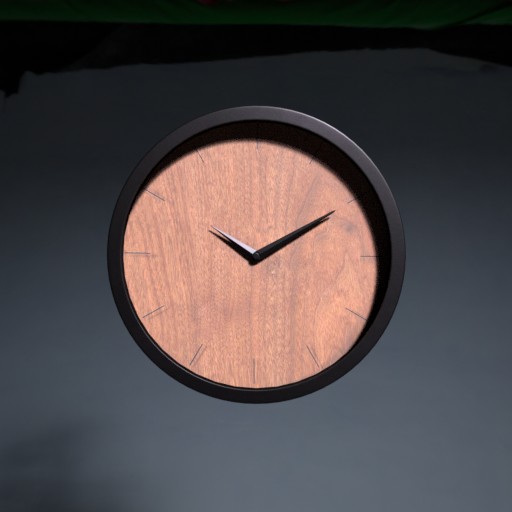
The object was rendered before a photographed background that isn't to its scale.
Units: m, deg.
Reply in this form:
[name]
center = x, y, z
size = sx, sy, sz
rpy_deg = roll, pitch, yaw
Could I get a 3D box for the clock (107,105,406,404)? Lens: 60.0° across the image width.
[clock]
center = 0.000, 0.000, 0.483
size = 0.314, 0.314, 0.040
rpy_deg = 0, 2, 1
